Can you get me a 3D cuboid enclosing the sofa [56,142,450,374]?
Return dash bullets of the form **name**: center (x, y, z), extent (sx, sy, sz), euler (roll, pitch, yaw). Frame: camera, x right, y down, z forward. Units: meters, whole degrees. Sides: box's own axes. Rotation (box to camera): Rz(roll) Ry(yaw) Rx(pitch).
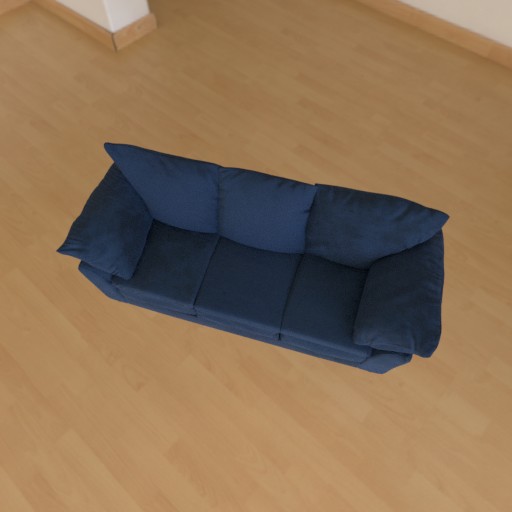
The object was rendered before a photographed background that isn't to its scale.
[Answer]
- **sofa**: center (0.000, 0.000, 2.986), extent (2.390, 1.091, 0.907), euler (14, 59, 9)
